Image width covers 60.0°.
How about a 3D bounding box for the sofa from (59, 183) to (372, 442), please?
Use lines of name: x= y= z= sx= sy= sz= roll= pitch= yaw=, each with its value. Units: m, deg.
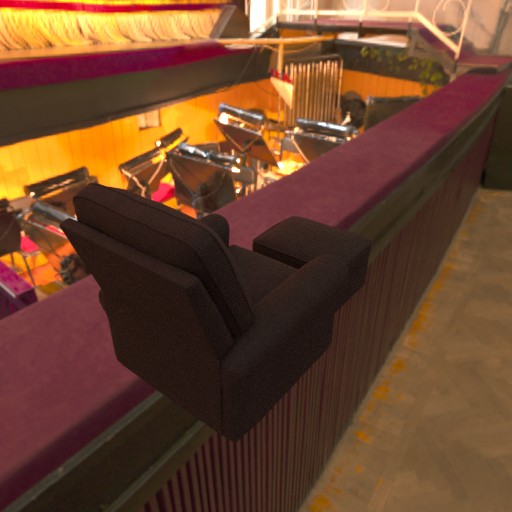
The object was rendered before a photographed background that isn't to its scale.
sofa: x=0.000 y=0.000 z=2.109 sx=0.880 sy=0.959 sz=1.478 roll=22 pitch=36 yaw=33
